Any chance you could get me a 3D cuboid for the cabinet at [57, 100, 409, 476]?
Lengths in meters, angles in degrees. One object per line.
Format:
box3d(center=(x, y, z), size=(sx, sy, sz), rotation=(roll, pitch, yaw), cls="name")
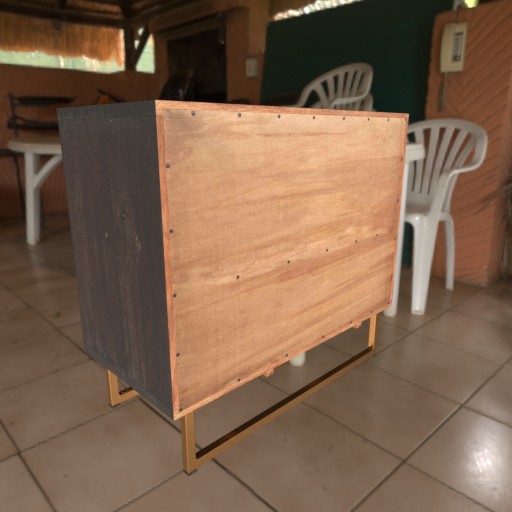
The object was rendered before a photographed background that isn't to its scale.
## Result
box3d(center=(0.000, 0.000, 1.386), size=(0.950, 0.860, 0.451), rotation=(-15, 22, -43), cls="cabinet")
